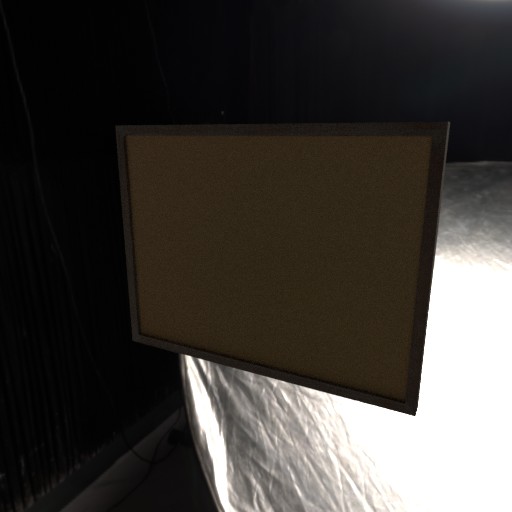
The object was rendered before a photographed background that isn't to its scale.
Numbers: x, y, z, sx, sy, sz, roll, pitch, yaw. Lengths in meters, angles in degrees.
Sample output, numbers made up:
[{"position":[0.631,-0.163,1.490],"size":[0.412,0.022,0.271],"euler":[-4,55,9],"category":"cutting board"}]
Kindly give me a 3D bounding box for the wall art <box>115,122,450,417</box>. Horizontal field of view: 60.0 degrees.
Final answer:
[{"position":[0.000,0.000,1.771],"size":[1.320,1.009,0.070],"euler":[8,17,26],"category":"wall art"}]
